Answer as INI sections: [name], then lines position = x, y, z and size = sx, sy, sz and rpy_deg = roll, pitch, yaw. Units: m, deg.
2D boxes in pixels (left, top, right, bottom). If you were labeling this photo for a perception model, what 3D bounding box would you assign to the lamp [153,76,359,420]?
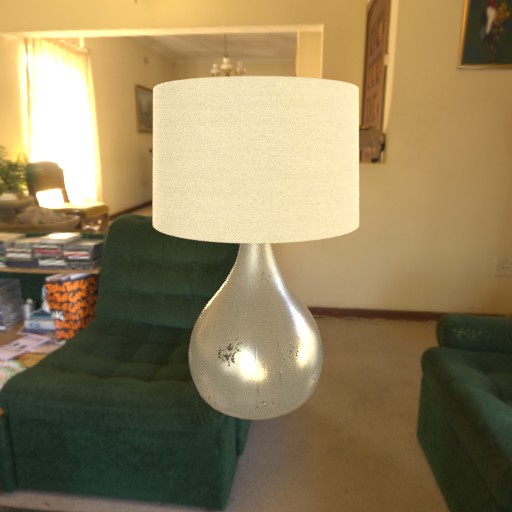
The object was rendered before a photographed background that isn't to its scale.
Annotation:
[lamp]
position = 0.000, 0.000, 0.741
size = 0.330, 0.521, 0.330
rpy_deg = 0, 14, 0
